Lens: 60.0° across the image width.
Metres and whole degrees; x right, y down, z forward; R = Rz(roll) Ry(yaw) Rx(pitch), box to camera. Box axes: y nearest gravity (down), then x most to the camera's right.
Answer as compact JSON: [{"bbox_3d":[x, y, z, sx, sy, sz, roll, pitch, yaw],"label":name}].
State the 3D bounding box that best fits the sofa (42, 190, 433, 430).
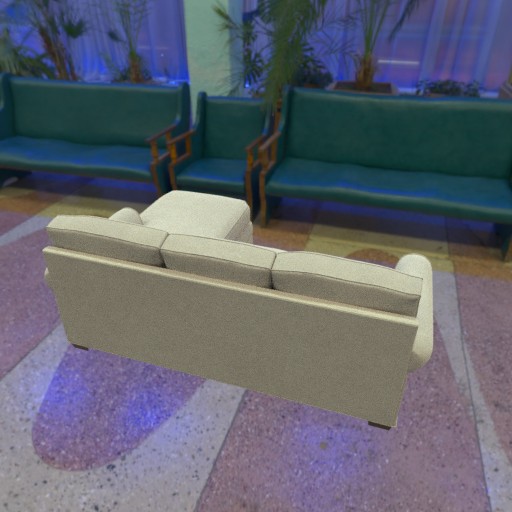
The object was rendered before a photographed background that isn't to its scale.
[{"bbox_3d":[0.000,0.000,2.377,1.770,0.734,1.226,10,34,15],"label":"sofa"}]
